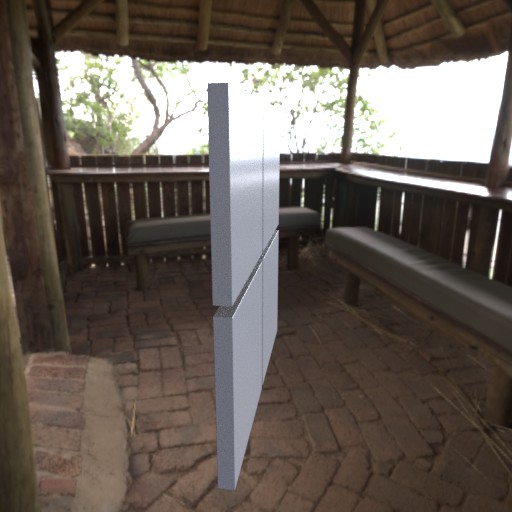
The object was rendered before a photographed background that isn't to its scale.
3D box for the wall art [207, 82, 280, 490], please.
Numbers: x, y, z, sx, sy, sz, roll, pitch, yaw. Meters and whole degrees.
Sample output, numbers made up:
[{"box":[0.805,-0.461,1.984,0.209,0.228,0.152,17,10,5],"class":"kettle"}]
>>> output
[{"box":[0.000,0.000,0.922,0.029,0.611,0.611,2,15,9],"class":"wall art"}]
